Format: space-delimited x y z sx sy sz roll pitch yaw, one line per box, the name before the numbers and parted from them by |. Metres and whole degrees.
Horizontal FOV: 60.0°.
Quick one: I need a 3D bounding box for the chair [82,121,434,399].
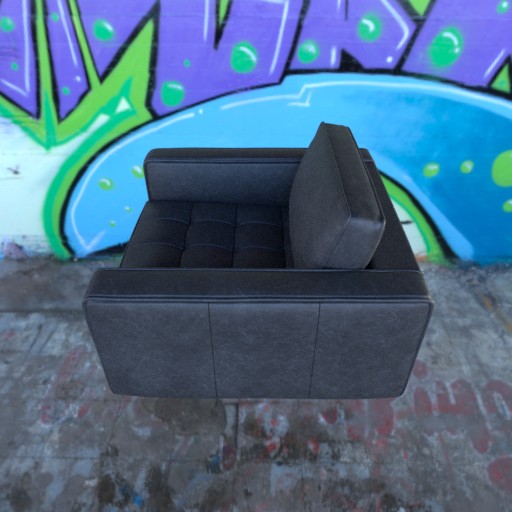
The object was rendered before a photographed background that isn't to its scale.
chair | 0.000 0.000 1.564 0.914 0.763 0.889 0 39 0
